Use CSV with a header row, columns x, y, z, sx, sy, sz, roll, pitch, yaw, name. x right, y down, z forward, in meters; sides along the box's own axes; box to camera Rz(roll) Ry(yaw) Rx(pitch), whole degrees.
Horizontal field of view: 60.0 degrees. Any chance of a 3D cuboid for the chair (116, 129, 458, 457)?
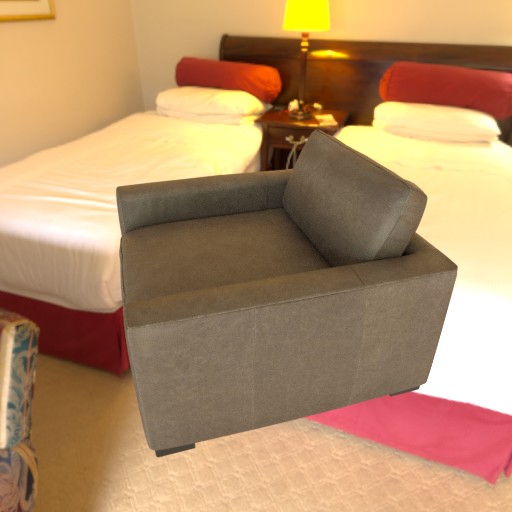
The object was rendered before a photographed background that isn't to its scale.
x,y,z,sx,sy,sz,roll,pitch,yaw,name
0.000,0.000,1.813,1.080,0.807,1.106,-9,32,-14,chair
